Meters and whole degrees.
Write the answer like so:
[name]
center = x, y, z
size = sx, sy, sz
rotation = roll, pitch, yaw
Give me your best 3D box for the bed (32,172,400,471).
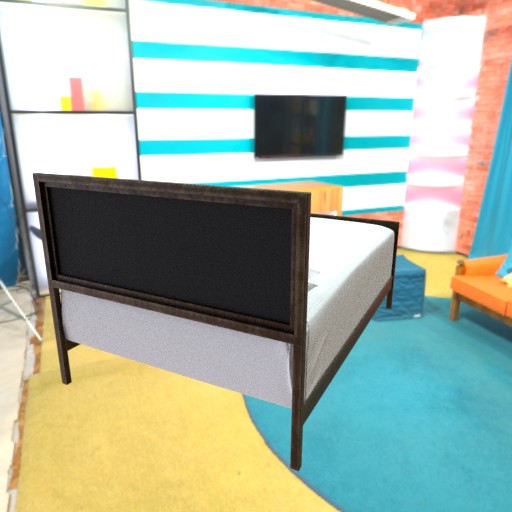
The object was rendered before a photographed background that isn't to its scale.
[bed]
center = 0.000, 0.000, 3.201
size = 1.607, 1.313, 2.221
rotation = 8, 19, 26
